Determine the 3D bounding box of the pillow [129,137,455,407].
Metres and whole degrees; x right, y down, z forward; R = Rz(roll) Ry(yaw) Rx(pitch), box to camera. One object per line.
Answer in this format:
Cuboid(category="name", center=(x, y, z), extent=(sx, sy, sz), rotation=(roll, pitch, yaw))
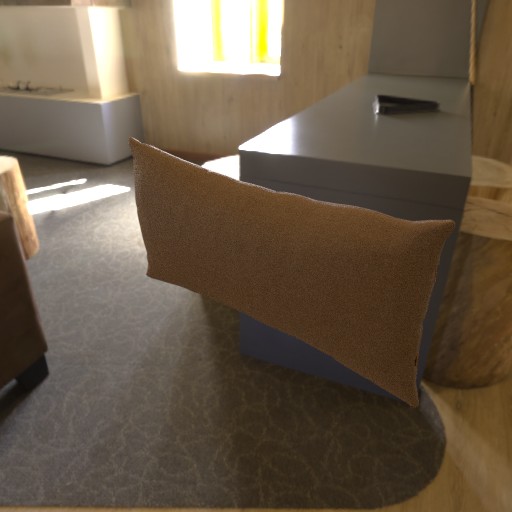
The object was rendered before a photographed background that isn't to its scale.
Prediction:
Cuboid(category="pillow", center=(0.000, 0.000, 0.750), extent=(0.612, 0.308, 0.148), rotation=(21, 35, 32))
